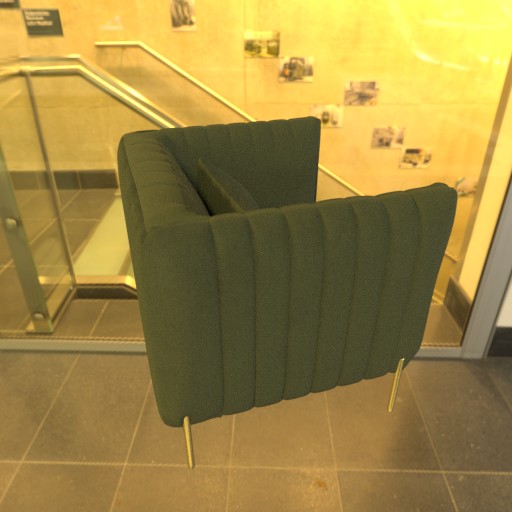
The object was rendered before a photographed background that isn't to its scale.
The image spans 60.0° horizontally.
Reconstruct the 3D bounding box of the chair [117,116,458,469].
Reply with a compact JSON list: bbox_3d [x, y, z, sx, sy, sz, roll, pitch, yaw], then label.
[{"bbox_3d":[0.000,0.000,1.636,0.877,0.794,1.032,-9,31,-16],"label":"chair"}]
